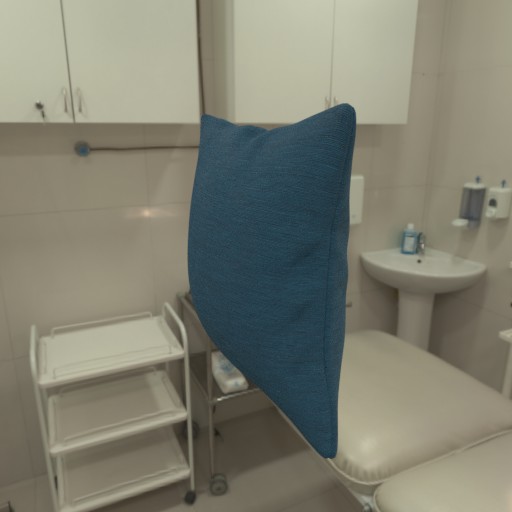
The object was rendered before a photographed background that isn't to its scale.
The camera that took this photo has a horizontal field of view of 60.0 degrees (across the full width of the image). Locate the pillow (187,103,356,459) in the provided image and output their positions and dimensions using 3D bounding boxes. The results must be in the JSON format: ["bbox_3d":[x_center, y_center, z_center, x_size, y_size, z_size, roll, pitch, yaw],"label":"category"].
[{"bbox_3d":[0.000,0.000,0.670,0.177,0.420,0.437,-8,18,-24],"label":"pillow"}]
